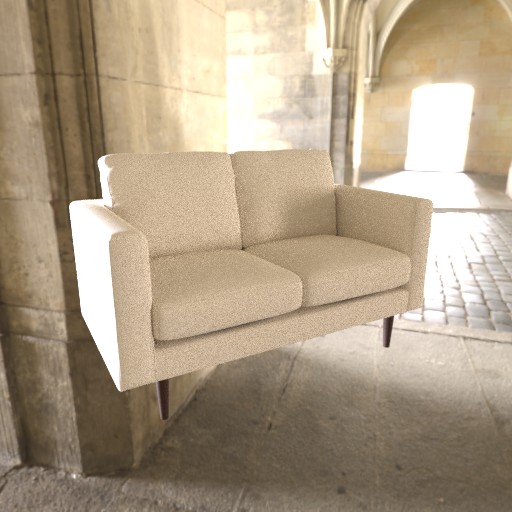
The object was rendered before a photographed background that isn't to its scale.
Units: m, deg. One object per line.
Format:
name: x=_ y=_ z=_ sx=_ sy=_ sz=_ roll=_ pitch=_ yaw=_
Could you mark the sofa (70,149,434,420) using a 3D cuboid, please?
sofa: x=0.000 y=0.000 z=1.998 sx=1.430 sy=0.908 sz=0.796 roll=-9 pitch=18 yaw=-28
